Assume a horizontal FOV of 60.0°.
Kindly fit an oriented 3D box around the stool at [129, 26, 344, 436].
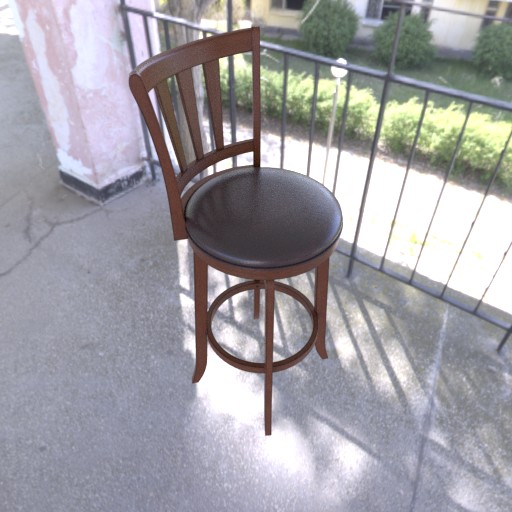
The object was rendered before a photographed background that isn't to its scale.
[{"bbox_3d":[0.000,0.000,1.383,0.503,1.177,0.464,26,48,26],"label":"stool"}]
